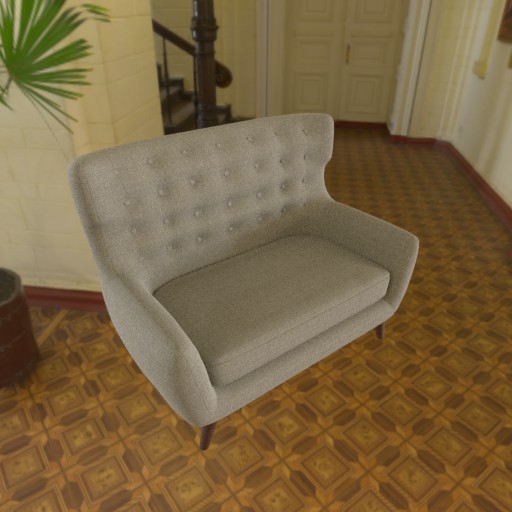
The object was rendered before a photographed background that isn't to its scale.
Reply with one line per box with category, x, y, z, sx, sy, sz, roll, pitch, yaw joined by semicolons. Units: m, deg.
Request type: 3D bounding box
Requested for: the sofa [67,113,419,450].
sofa;0.000;0.000;2.057;1.386;1.028;0.884;-21;36;-32
